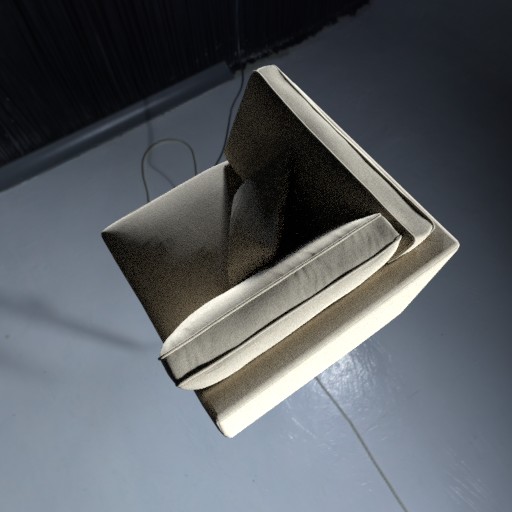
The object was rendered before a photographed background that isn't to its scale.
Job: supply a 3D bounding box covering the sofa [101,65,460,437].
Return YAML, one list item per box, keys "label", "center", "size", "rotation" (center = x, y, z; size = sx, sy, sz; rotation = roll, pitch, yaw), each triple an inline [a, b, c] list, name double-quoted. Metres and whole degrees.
- label: "sofa"
  center: [0.000, 0.000, 1.997]
  size: [1.146, 1.002, 1.084]
  rotation: [-32, 68, -15]
